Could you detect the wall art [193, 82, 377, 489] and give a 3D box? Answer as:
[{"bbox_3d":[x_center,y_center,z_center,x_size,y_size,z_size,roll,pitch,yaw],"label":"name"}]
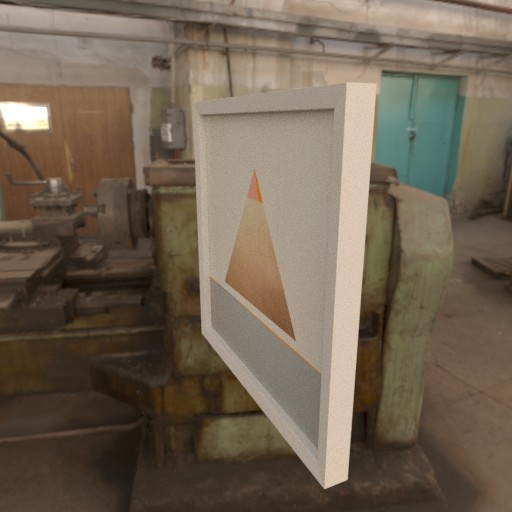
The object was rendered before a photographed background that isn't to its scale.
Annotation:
[{"bbox_3d":[0.000,0.000,1.896,0.098,1.291,1.289,-8,18,-24],"label":"wall art"}]
